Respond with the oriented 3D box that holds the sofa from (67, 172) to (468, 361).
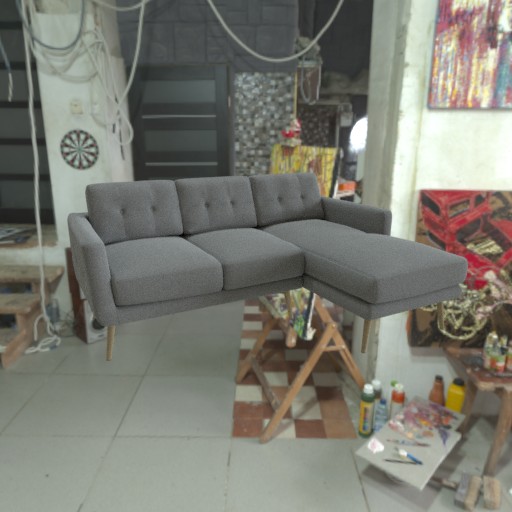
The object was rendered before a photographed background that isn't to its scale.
[{"bbox_3d":[0.000,0.000,2.756,2.040,0.860,1.530,-8,18,-28],"label":"sofa"}]
